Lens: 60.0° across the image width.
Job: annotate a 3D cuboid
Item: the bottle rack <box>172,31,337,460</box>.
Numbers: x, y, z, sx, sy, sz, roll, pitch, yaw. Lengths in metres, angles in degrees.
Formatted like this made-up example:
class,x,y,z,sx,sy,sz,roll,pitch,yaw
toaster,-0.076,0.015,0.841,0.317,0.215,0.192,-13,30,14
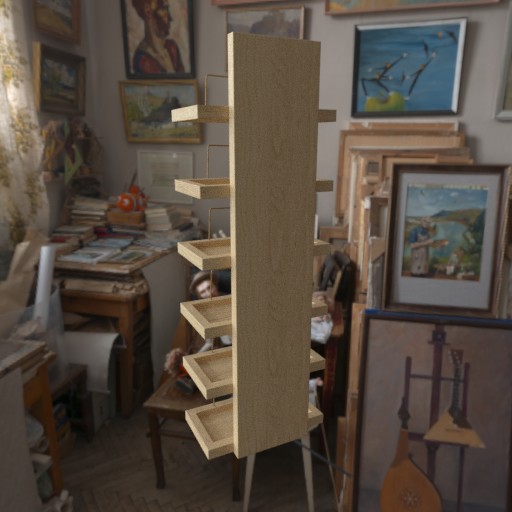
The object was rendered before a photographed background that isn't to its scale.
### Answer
class,x,y,z,sx,sy,sz,roll,pitch,yaw
bottle rack,0.000,0.000,1.084,0.330,0.943,0.206,-7,16,-25
